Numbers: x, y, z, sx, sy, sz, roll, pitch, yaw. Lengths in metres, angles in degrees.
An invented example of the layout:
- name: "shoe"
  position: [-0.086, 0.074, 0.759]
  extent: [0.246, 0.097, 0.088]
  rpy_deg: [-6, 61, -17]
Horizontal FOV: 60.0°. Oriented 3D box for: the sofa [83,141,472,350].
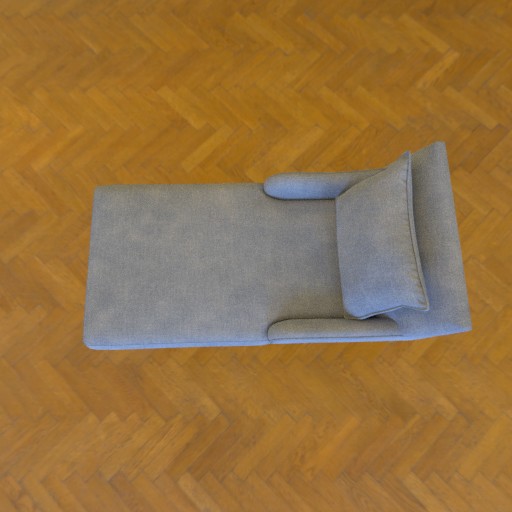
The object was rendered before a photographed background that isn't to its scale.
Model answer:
- name: "sofa"
  position: [0.000, 0.000, 2.303]
  extent: [1.779, 0.883, 0.904]
  rpy_deg: [-1, 75, 0]
